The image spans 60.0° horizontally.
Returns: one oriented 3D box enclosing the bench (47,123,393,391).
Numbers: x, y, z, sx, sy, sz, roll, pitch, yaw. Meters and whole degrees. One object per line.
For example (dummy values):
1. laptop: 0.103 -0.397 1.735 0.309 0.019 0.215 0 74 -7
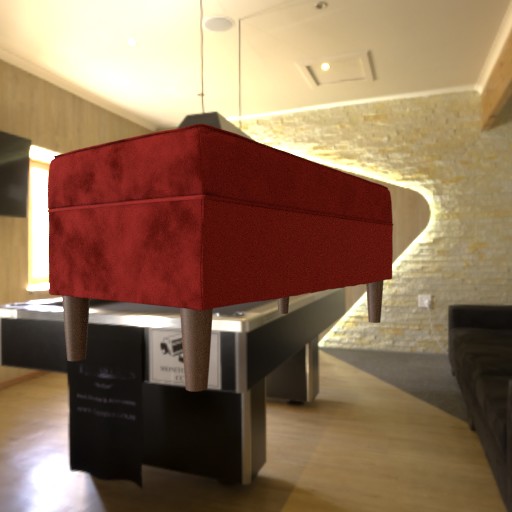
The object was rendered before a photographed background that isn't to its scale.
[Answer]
1. bench: 0.000 0.000 1.289 0.492 0.471 1.016 1 1 35
